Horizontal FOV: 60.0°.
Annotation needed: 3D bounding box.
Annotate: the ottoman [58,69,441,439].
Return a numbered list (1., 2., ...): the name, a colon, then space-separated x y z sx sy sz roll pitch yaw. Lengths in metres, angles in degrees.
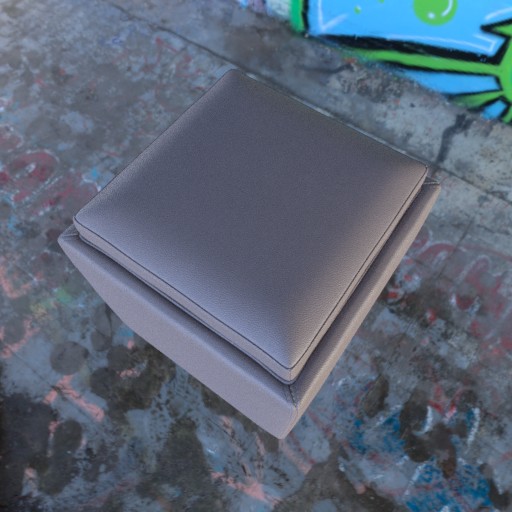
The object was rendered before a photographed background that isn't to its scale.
1. ottoman: 0.000 0.000 0.828 0.450 0.460 0.451 32 67 16
